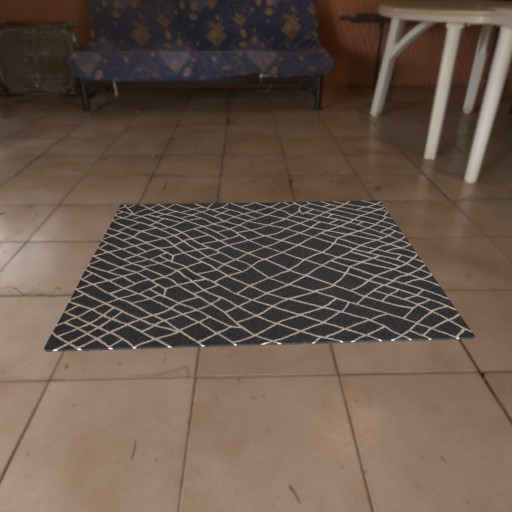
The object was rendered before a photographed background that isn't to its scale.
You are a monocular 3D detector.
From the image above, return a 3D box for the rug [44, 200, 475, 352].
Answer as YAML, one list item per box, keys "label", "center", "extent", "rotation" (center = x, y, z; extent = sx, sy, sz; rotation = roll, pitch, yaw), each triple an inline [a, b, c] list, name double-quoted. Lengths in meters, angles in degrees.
- label: "rug"
  center: [0.000, 0.000, 4.147]
  extent: [3.047, 0.022, 2.439]
  rotation: [-1, 31, -2]
